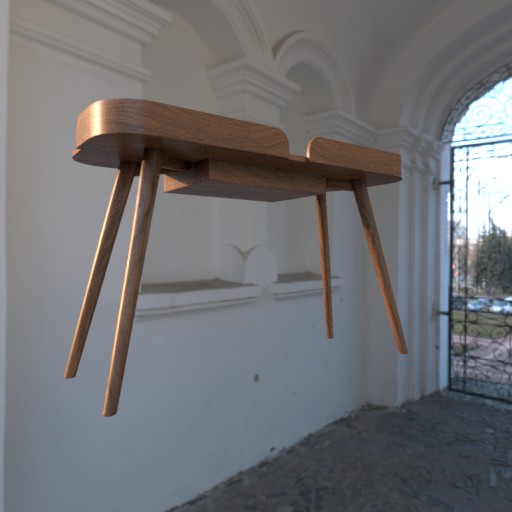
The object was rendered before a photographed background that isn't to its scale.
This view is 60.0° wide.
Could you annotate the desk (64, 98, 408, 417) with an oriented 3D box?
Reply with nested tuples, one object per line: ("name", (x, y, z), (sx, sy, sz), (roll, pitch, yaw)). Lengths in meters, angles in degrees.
("desk", (0.000, 0.000, 1.636), (1.256, 0.800, 0.486), (0, 0, -36))
